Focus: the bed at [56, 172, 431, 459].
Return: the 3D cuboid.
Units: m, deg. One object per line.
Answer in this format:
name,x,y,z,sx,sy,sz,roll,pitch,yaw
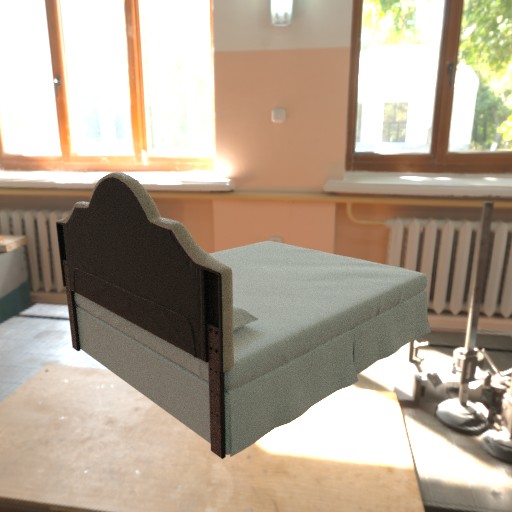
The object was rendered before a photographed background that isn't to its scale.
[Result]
bed,0.000,0.000,2.958,1.667,1.194,1.970,14,20,43
